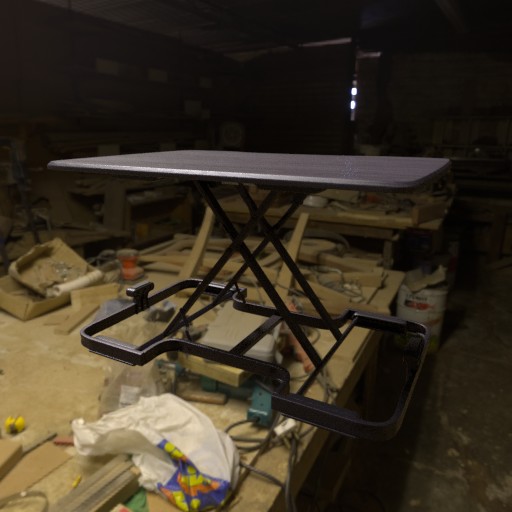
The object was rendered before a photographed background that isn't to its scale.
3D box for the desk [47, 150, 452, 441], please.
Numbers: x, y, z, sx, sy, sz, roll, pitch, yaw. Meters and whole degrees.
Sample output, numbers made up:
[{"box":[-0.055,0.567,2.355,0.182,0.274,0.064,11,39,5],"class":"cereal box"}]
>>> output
[{"box":[0.000,0.000,1.105,0.820,0.470,0.546,9,19,27],"class":"desk"}]
